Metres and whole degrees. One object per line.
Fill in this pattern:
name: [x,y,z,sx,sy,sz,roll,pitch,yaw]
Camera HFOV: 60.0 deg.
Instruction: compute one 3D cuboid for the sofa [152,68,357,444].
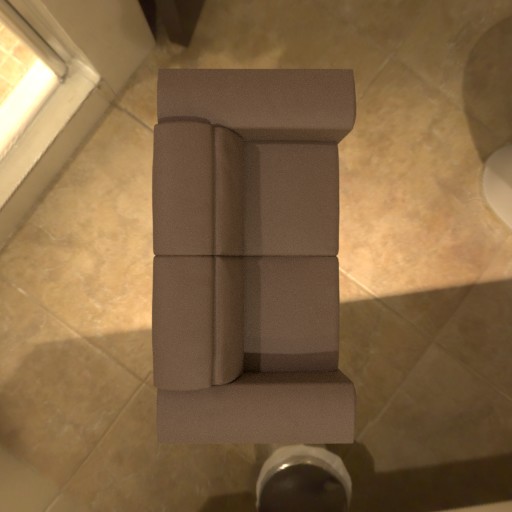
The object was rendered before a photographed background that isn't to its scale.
sofa: [0.000,0.000,2.435,1.003,0.779,1.895,0,90,0]
